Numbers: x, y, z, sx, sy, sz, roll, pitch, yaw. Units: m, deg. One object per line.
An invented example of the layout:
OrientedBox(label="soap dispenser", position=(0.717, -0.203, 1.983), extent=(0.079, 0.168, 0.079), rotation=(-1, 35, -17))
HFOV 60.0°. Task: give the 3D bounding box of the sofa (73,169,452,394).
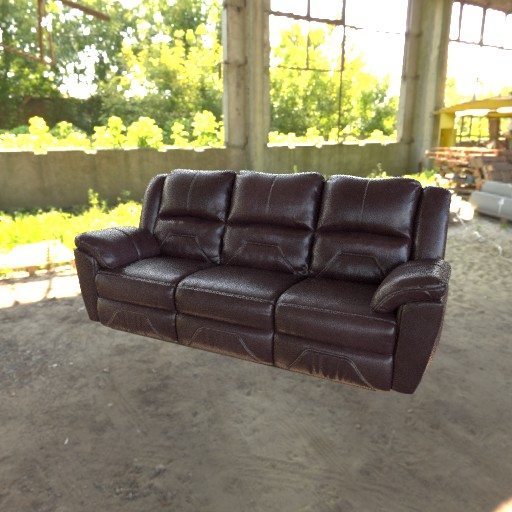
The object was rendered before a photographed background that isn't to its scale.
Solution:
OrientedBox(label="sofa", position=(0.000, 0.000, 2.894), extent=(2.337, 1.043, 0.991), rotation=(7, 17, 25))
